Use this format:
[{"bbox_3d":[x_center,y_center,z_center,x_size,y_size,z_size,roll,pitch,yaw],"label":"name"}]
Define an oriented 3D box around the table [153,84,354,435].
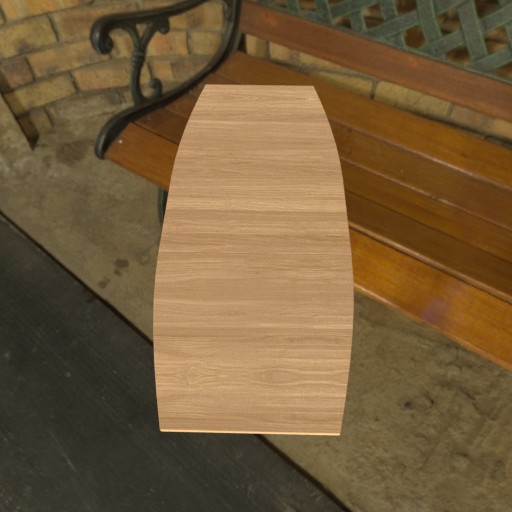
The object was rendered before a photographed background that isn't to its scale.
[{"bbox_3d":[0.000,0.000,2.503,0.900,0.750,2.032,1,57,1],"label":"table"}]
